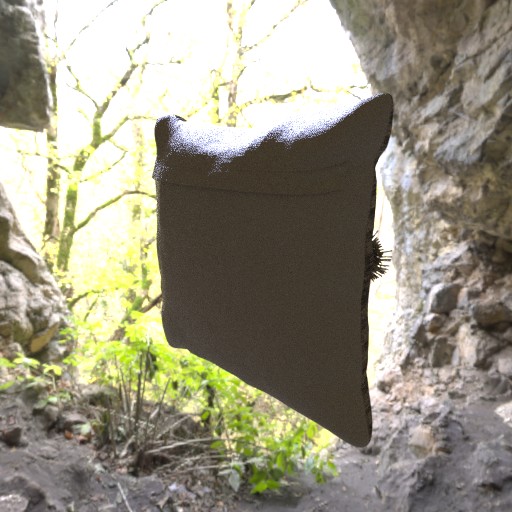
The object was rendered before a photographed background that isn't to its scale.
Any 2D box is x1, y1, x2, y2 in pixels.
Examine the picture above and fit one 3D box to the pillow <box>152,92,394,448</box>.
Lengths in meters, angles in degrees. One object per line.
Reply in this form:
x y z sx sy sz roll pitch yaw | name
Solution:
0.000 0.000 0.755 0.234 0.490 0.484 -14 20 -43 | pillow
